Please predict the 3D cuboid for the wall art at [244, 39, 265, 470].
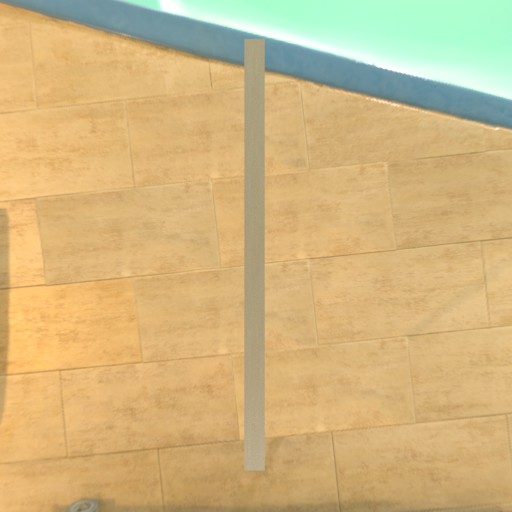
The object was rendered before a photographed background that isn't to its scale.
[{"bbox_3d":[0.000,0.000,1.232,0.038,0.806,0.806,0,89,0],"label":"wall art"}]
